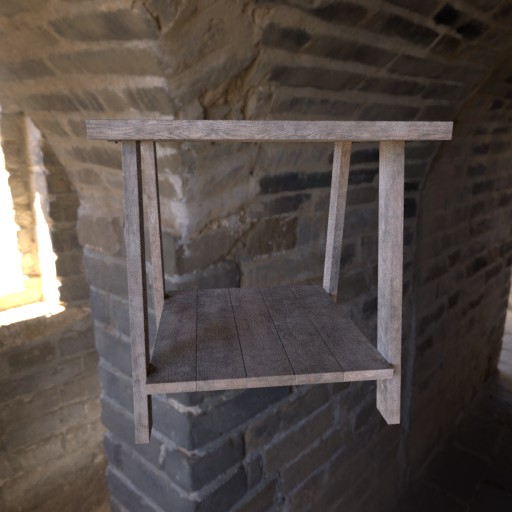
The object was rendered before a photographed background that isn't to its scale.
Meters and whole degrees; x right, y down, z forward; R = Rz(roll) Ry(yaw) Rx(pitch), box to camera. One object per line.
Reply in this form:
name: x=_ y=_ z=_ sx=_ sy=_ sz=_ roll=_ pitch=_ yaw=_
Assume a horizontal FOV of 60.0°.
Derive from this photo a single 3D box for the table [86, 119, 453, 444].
table: x=0.000 y=0.000 z=1.094 sx=0.610 sy=0.610 sz=0.610 roll=-2 pitch=14 yaw=-7
